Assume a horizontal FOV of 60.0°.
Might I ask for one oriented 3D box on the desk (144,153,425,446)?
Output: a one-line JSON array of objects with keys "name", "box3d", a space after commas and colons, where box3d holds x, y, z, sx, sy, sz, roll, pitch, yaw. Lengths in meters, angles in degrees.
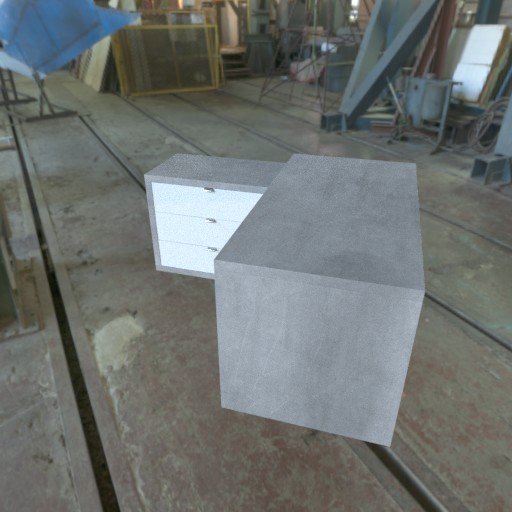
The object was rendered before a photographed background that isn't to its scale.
[{"name": "desk", "box3d": [0.000, 0.000, 2.322, 1.500, 0.740, 1.400, 8, 30, 14]}]
